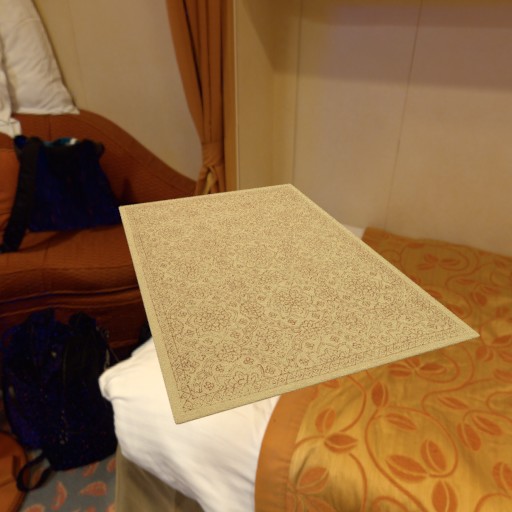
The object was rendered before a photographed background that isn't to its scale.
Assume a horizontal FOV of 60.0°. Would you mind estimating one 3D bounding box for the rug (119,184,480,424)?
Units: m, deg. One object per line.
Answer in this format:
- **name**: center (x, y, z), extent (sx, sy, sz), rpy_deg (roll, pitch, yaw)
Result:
- **rug**: center (0.000, 0.000, 2.314), extent (1.219, 0.010, 1.829), rpy_deg (-10, 31, -18)
